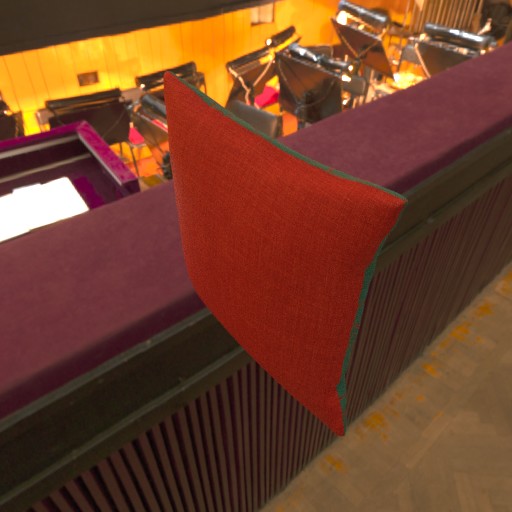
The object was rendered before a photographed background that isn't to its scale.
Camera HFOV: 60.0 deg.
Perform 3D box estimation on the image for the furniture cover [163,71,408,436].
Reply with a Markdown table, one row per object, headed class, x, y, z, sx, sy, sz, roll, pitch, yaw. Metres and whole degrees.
| class | x | y | z | sx | sy | sz | roll | pitch | yaw |
| --- | --- | --- | --- | --- | --- | --- | --- | --- | --- |
| furniture cover | 0.000 | 0.000 | 0.784 | 0.158 | 0.508 | 0.517 | -27 | 48 | -27 |
